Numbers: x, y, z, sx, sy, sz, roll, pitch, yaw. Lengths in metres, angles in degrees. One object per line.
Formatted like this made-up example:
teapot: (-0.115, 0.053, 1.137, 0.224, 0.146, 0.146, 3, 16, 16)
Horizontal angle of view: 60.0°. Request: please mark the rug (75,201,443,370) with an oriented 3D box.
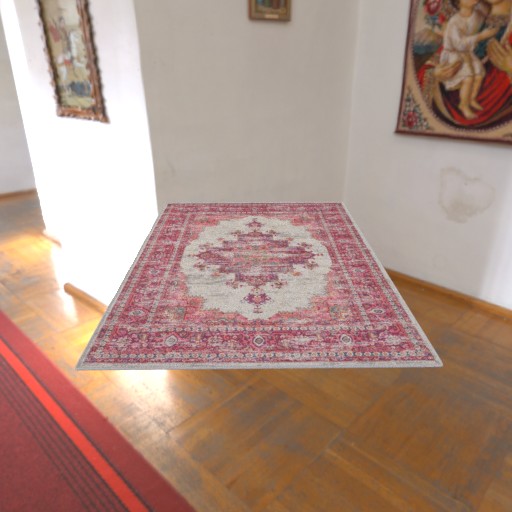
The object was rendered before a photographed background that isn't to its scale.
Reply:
rug: (0.000, 0.000, 2.867, 1.555, 0.011, 2.232, 0, 25, -1)
